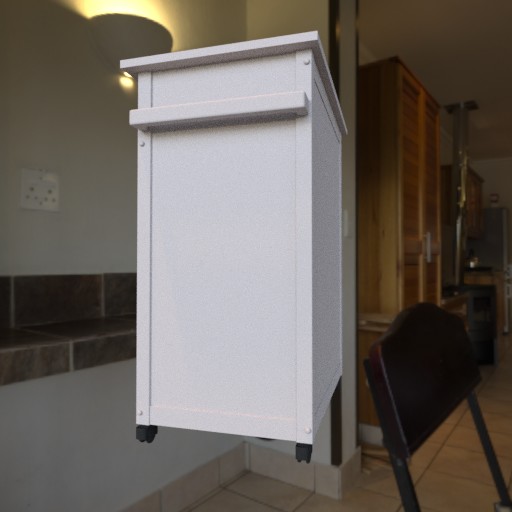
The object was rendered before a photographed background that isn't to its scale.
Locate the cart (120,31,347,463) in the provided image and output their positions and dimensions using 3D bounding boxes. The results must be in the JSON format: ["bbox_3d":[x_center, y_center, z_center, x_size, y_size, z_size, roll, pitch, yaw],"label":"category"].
[{"bbox_3d":[0.000,0.000,1.228,0.442,0.864,0.683,0,-1,17],"label":"cart"}]
